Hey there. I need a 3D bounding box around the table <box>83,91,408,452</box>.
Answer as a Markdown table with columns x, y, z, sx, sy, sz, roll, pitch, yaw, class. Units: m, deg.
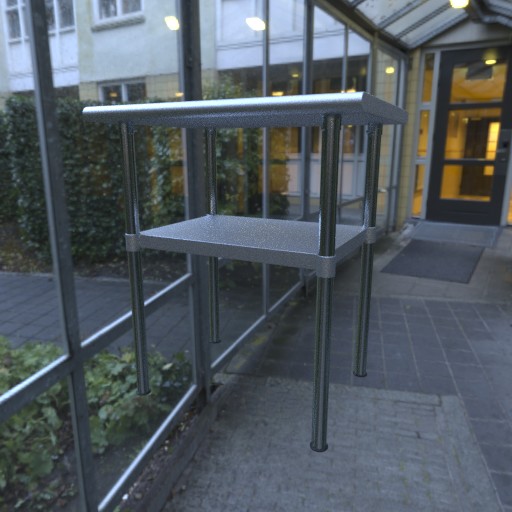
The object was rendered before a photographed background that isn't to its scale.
| x | y | z | sx | sy | sz | roll | pitch | yaw | class |
| --- | --- | --- | --- | --- | --- | --- | --- | --- | --- |
| 0.000 | 0.000 | 1.389 | 0.762 | 0.876 | 0.584 | 7 | 15 | 26 | table |
